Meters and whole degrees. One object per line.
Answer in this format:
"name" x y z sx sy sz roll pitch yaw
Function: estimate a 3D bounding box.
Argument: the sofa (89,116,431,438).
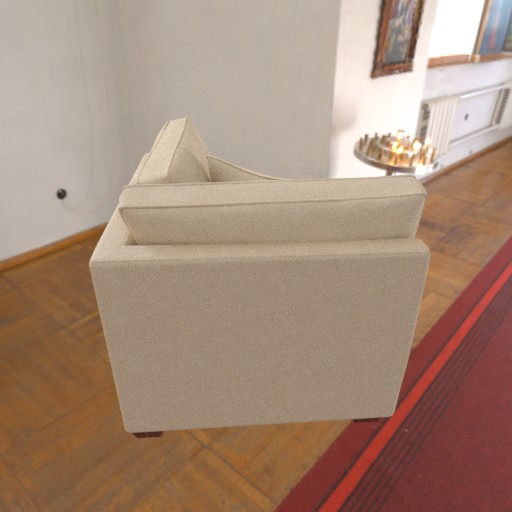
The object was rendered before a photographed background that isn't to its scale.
"sofa" 0.000 0.000 1.990 1.084 1.002 1.146 -2 30 -3
